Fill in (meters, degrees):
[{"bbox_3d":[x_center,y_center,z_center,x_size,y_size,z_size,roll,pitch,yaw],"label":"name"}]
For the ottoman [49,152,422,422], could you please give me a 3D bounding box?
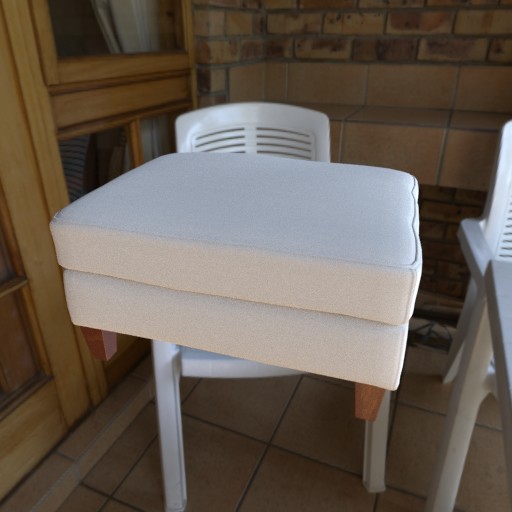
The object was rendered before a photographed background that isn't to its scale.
[{"bbox_3d":[0.000,0.000,1.233,0.818,0.479,0.634,8,28,15],"label":"ottoman"}]
